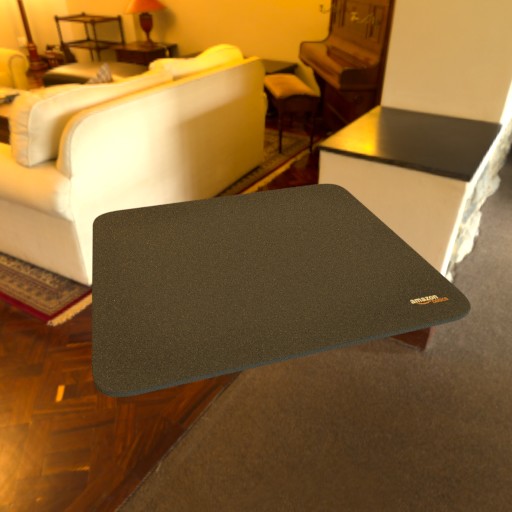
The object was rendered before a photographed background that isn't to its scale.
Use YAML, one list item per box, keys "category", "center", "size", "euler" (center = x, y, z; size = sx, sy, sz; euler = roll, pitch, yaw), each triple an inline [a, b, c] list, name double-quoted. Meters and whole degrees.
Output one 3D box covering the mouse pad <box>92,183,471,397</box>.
- category: "mouse pad"
  center: [0.000, 0.000, 0.324]
  size: [0.229, 0.003, 0.203]
  euler: [-10, 34, -14]
